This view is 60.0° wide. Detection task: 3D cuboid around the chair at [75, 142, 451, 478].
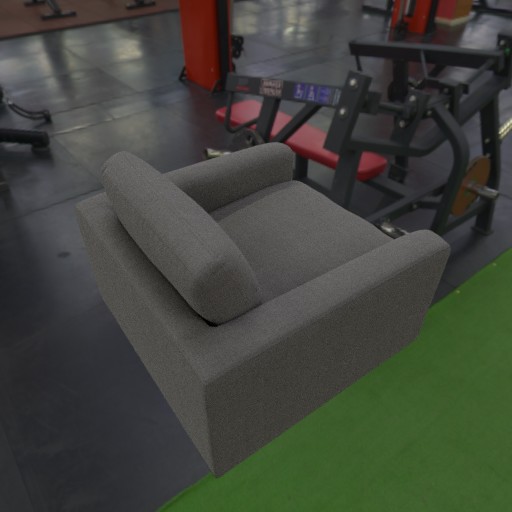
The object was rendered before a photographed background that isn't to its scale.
[{"bbox_3d":[0.000,0.000,1.844,1.100,0.847,1.070,-25,46,-26],"label":"chair"}]
